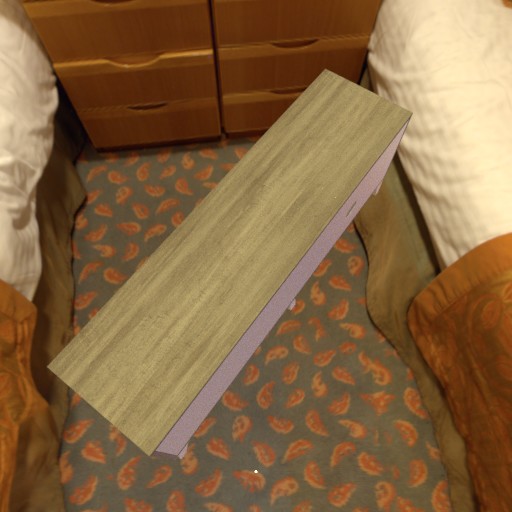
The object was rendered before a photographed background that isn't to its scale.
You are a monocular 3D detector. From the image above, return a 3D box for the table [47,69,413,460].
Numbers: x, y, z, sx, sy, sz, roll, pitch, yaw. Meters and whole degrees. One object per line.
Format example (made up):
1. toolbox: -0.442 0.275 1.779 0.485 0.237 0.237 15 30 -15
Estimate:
1. table: 0.000 0.000 1.734 0.400 0.530 1.500 33 69 15
